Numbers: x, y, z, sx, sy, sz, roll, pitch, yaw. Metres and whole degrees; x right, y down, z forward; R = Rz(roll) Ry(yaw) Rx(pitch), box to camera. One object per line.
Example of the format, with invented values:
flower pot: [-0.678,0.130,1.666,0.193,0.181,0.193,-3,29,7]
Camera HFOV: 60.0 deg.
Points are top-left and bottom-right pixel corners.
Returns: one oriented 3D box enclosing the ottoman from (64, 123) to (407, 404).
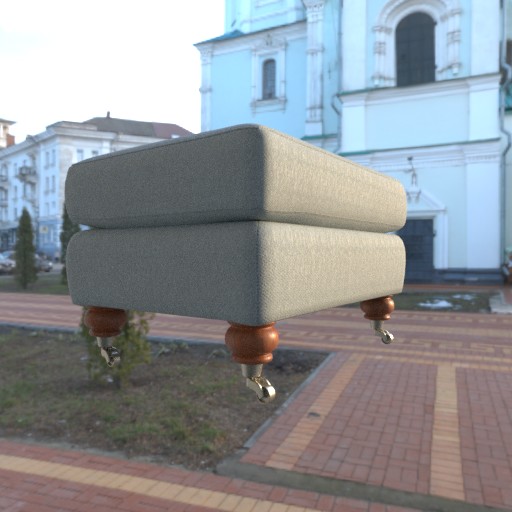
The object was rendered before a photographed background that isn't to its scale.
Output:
ottoman: [0.000,0.000,1.154,0.569,0.499,0.773,0,1,36]
